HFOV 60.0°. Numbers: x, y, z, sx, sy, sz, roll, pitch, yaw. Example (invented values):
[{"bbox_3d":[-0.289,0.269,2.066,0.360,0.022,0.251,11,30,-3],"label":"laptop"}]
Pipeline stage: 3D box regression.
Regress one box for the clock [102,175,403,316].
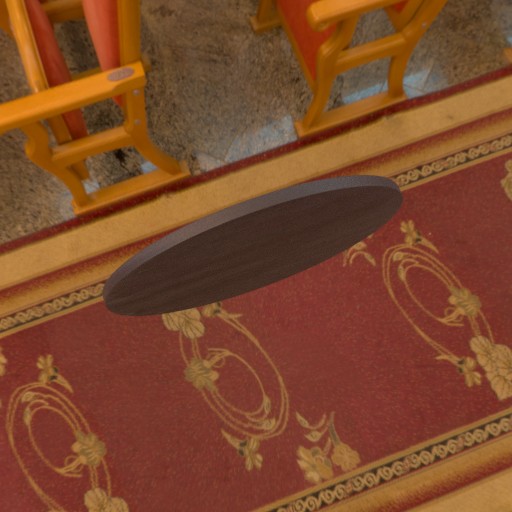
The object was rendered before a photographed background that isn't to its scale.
[{"bbox_3d":[0.000,0.000,0.885,0.595,0.595,0.029,-19,76,-5],"label":"clock"}]
